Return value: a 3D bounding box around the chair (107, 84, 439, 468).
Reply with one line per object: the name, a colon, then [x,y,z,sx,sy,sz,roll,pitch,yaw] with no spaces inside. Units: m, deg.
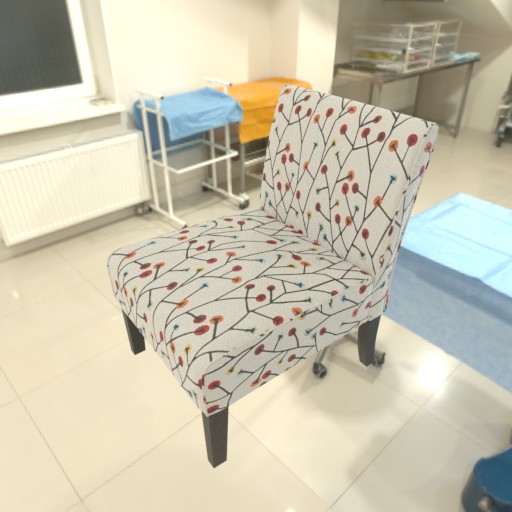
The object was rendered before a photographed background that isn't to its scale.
chair: [0.000,0.000,1.332,0.732,0.813,0.597,-22,38,-30]
